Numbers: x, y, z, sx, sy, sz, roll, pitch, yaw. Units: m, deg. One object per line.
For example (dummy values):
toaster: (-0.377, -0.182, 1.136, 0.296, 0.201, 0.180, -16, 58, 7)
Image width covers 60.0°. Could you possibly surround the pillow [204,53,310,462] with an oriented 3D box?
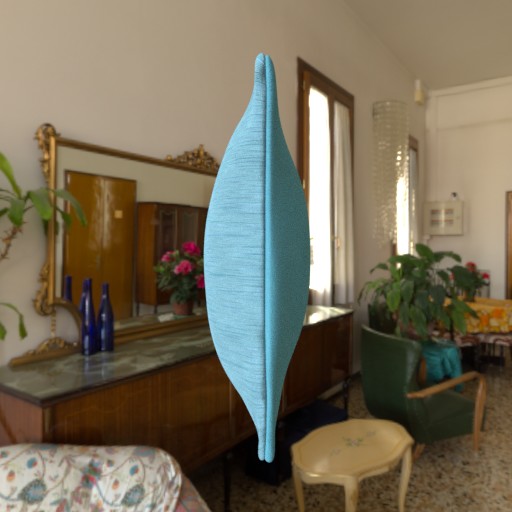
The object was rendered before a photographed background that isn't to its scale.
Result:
pillow: (0.000, 0.000, 0.656, 0.151, 0.415, 0.433, 0, 1, -1)
